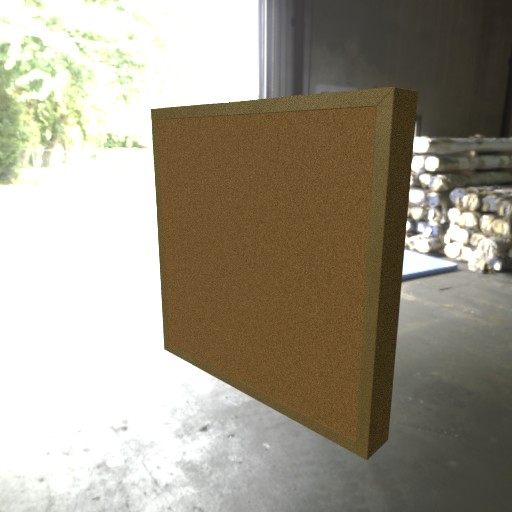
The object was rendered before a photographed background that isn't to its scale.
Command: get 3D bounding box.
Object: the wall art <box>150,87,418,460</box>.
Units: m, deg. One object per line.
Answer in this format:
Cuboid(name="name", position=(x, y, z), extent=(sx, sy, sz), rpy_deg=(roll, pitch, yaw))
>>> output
Cuboid(name="wall art", position=(0.000, 0.000, 0.462), extent=(0.305, 0.305, 0.038), rpy_deg=(14, 20, 42))
